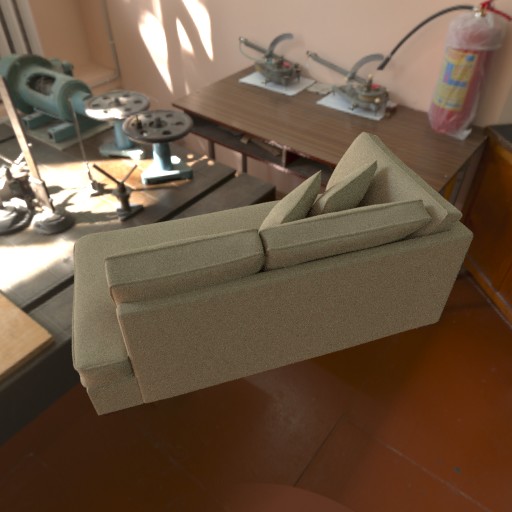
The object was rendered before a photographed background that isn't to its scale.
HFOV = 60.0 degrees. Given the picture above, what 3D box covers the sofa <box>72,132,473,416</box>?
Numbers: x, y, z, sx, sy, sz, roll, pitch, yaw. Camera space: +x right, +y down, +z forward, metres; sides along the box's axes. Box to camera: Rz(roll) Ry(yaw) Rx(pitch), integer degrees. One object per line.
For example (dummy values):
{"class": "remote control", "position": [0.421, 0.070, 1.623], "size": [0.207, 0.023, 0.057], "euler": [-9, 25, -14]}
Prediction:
{"class": "sofa", "position": [0.000, 0.000, 2.805], "size": [2.237, 1.033, 1.110], "euler": [-12, 43, -13]}
